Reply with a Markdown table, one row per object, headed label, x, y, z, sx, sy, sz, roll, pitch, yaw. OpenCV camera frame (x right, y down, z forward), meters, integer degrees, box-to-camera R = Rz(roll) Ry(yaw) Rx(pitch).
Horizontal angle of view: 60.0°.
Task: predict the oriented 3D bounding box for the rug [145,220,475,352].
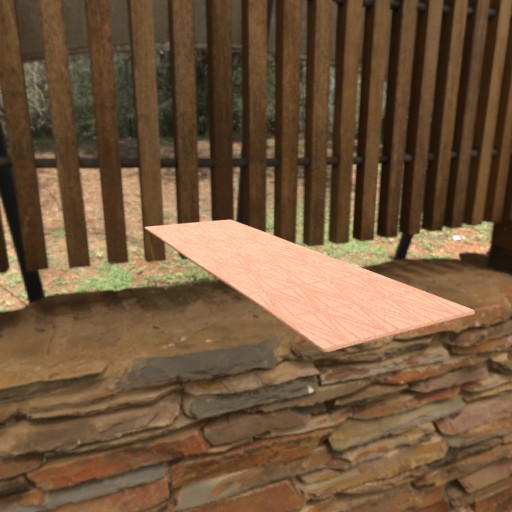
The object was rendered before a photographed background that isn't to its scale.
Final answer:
| label | x | y | z | sx | sy | sz | roll | pitch | yaw |
| --- | --- | --- | --- | --- | --- | --- | --- | --- | --- |
| rug | 0.000 | 0.000 | 2.666 | 0.760 | 0.015 | 2.435 | -7 | 16 | -26 |
